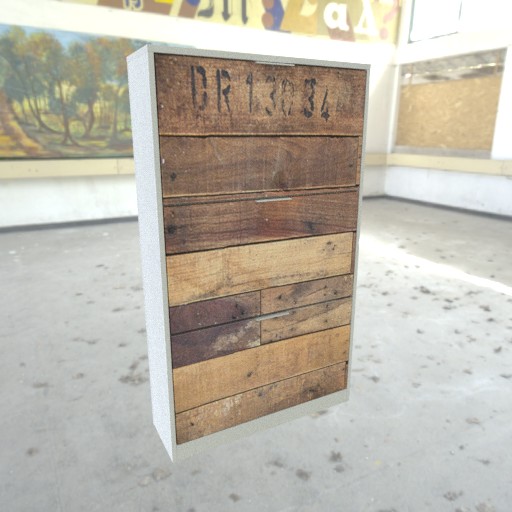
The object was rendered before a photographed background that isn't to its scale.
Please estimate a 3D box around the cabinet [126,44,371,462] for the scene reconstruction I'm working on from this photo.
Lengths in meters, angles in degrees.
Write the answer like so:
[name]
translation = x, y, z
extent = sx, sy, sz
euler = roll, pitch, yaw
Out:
[cabinet]
translation = 0.000, 0.000, 1.571
extent = 0.750, 1.280, 0.250
euler = -8, 18, -27
